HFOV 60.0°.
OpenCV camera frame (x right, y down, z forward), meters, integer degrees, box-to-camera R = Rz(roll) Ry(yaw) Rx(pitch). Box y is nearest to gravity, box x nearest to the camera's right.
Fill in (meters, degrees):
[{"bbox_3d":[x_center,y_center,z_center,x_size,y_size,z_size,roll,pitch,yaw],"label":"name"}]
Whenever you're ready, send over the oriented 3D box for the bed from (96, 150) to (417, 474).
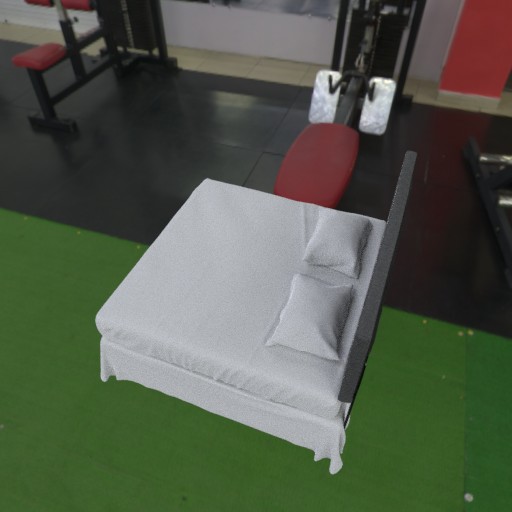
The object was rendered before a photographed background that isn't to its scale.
[{"bbox_3d":[0.000,0.000,3.702,2.219,1.651,2.314,16,47,15],"label":"bed"}]
